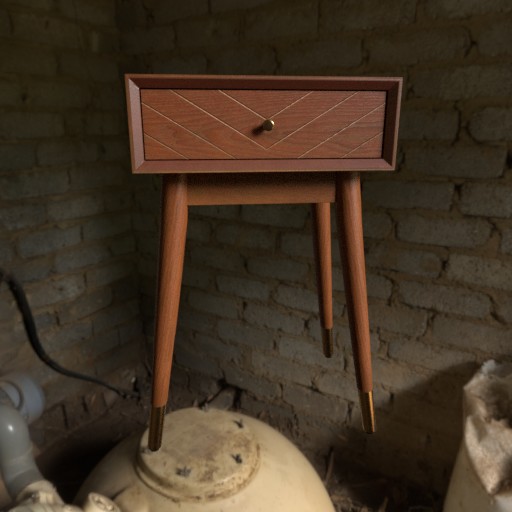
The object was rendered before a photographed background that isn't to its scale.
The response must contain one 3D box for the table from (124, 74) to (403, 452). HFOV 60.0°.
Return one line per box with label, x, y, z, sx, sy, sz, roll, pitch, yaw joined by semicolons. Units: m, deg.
table;0.000;0.000;0.828;0.406;0.599;0.300;-2;17;-6
